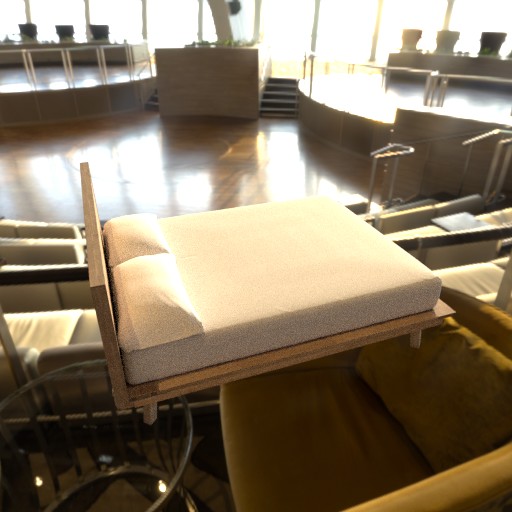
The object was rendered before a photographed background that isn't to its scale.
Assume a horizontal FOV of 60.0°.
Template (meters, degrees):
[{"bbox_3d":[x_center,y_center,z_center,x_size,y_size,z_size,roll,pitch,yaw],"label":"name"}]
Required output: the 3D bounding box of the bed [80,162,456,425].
[{"bbox_3d":[0.000,0.000,3.148,2.145,1.071,1.759,-10,31,-18],"label":"bed"}]
